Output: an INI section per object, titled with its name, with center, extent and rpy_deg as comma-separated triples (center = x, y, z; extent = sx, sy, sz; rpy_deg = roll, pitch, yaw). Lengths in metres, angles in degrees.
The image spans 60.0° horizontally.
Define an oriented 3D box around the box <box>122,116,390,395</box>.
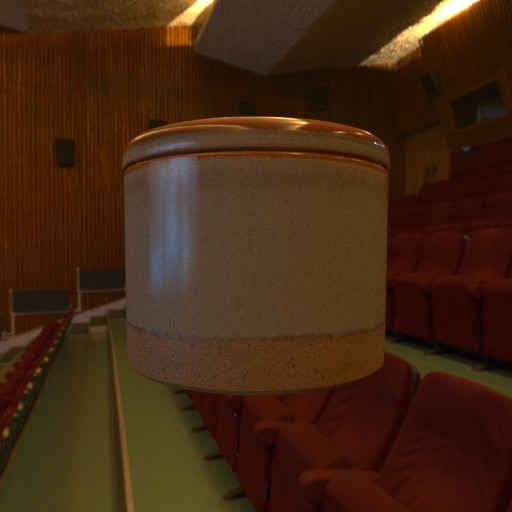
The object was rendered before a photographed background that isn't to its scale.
[box]
center = 0.000, 0.000, 0.213
extent = 0.123, 0.100, 0.123
rpy_deg = 0, 1, 0
